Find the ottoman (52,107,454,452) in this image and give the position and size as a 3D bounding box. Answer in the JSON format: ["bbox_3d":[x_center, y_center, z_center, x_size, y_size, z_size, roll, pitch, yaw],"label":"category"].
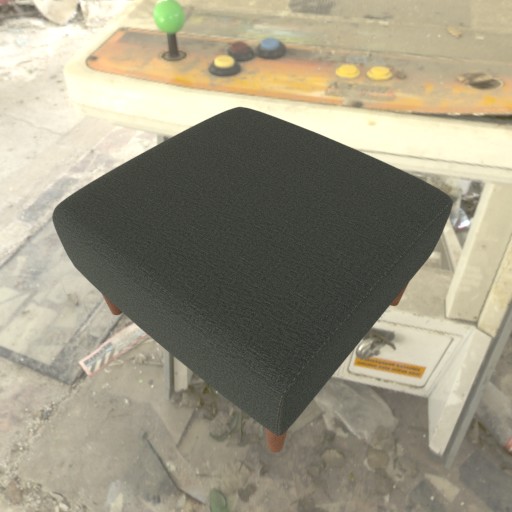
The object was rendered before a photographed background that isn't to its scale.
[{"bbox_3d":[0.000,0.000,1.074,0.650,0.398,0.649,32,54,27],"label":"ottoman"}]
